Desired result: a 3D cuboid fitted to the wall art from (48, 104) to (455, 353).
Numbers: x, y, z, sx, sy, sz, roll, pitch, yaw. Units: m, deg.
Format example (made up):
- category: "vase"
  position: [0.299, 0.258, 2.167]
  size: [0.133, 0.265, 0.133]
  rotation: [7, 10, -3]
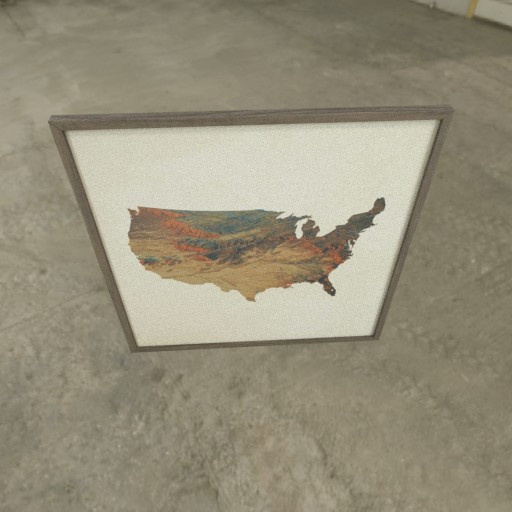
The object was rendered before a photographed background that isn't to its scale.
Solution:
- category: "wall art"
  position: [0.000, 0.000, 0.734]
  size: [0.508, 0.507, 0.016]
  rotation: [-2, 45, -2]
